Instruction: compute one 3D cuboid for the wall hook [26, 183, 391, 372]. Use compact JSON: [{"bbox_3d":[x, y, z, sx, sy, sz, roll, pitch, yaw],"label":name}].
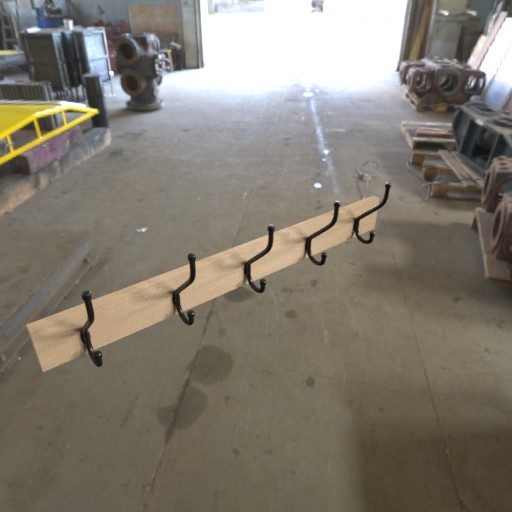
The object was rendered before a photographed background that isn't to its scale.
[{"bbox_3d":[0.000,0.000,0.603,0.571,0.117,0.071,-22,37,-32],"label":"wall hook"}]
